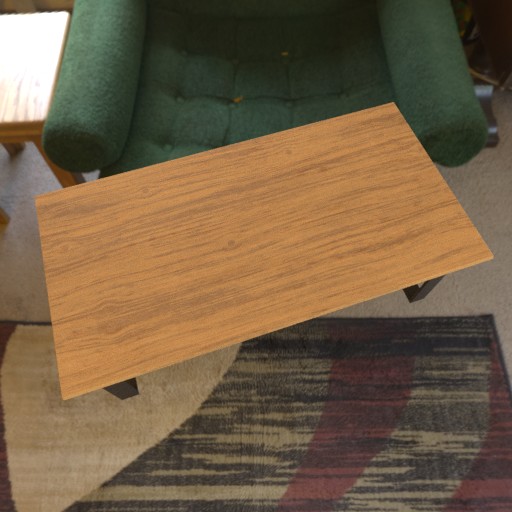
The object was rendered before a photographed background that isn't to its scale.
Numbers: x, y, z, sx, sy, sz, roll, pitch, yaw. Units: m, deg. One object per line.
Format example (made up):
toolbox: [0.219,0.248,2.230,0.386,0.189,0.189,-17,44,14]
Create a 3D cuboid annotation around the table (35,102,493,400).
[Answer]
table: [0.000,0.000,1.624,1.331,0.445,0.693,-17,64,-8]
